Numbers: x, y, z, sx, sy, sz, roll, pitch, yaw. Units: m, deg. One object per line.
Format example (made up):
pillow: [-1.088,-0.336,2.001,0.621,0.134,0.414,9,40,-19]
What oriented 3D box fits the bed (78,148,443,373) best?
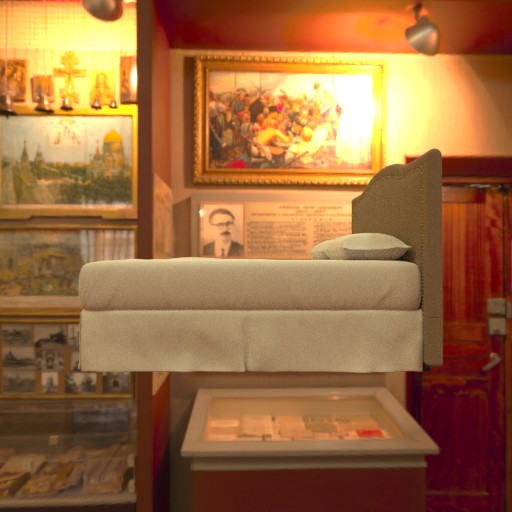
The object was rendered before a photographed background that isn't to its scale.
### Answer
bed: [0.000,0.000,3.606,2.182,1.421,2.083,0,-1,0]
